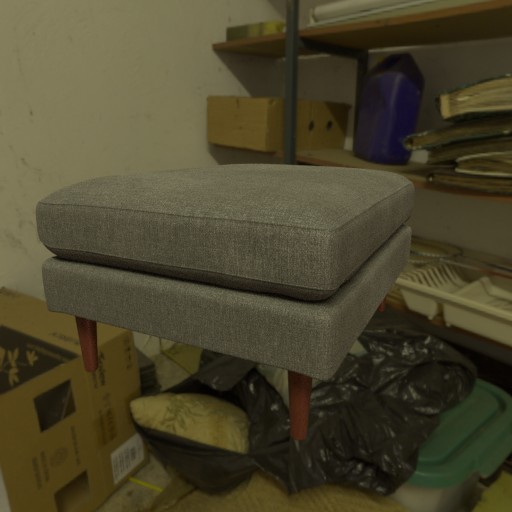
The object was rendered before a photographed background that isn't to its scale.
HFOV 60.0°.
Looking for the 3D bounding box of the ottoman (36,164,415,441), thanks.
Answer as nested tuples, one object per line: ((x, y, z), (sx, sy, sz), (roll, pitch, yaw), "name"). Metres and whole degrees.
((0.000, 0.000, 1.203), (0.693, 0.474, 0.821), (8, 17, 26), "ottoman")
